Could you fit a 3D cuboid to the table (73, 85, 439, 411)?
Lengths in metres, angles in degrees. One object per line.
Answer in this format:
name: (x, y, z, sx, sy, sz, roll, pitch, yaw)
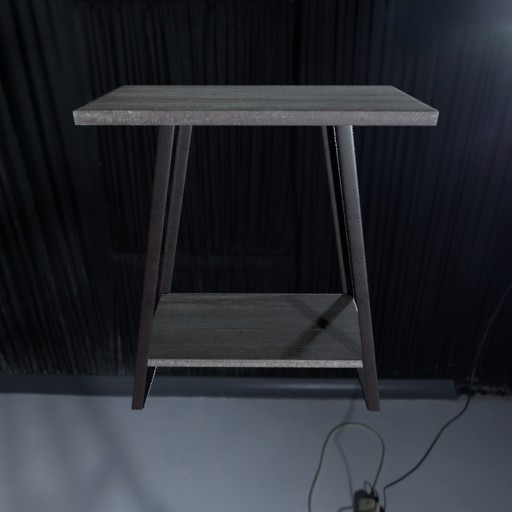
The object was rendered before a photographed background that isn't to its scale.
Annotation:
table: (0.000, 0.000, 1.022, 0.599, 0.701, 0.300, 0, 29, 0)
